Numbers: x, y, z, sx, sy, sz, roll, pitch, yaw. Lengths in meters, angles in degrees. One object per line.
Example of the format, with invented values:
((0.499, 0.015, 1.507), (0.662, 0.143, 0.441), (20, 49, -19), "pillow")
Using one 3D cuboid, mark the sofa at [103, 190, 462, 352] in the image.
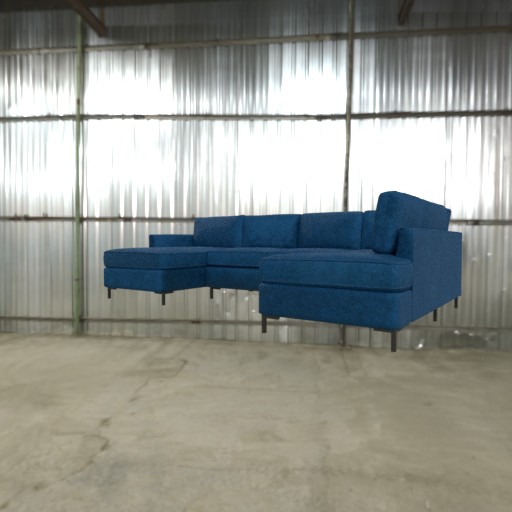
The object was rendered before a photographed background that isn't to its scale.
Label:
((0.000, 0.000, 4.360), (3.434, 0.992, 2.055), (1, 3, 35), "sofa")
